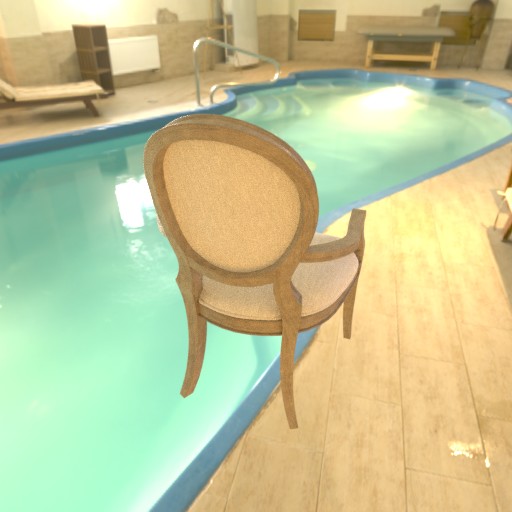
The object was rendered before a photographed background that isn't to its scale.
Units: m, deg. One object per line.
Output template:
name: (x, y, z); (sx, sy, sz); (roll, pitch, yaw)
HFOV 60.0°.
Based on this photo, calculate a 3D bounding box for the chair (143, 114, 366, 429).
chair: (0.000, 0.000, 1.379); (0.611, 0.991, 0.602); (10, 33, 16)
